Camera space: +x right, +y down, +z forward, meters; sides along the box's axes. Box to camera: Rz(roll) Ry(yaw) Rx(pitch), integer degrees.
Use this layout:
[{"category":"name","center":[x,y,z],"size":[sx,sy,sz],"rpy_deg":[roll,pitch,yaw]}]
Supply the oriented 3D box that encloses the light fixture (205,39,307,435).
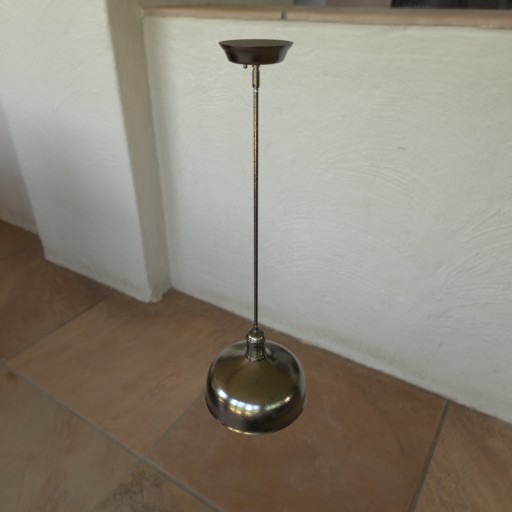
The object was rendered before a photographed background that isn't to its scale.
[{"category":"light fixture","center":[0.000,0.000,1.073],"size":[0.299,0.935,0.299],"rpy_deg":[20,36,30]}]
